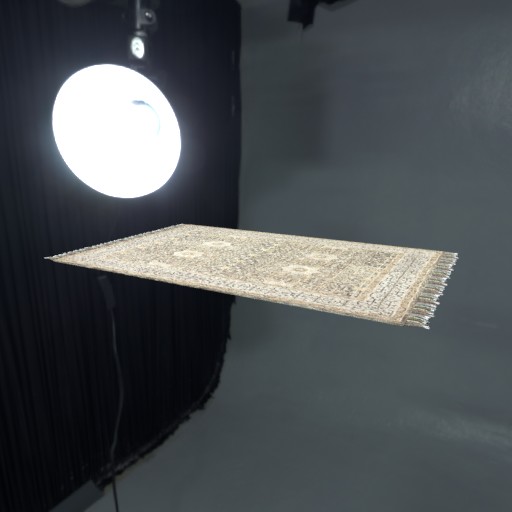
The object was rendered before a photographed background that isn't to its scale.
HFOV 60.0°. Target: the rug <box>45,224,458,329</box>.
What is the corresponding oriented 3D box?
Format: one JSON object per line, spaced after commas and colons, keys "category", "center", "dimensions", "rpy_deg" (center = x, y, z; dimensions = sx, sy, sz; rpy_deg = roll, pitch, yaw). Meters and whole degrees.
{"category": "rug", "center": [0.000, 0.000, 2.519], "dimensions": [2.029, 0.010, 1.237], "rpy_deg": [8, 16, 28]}
